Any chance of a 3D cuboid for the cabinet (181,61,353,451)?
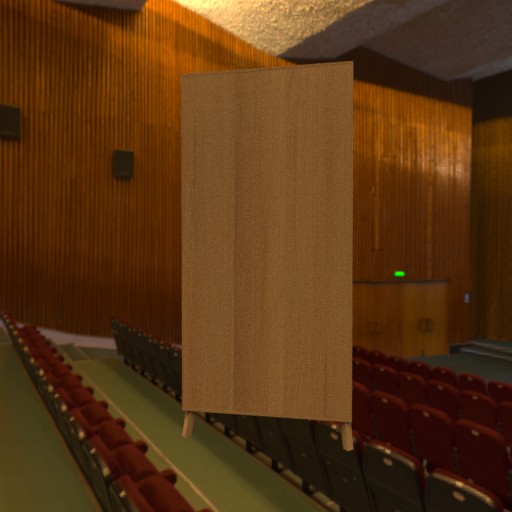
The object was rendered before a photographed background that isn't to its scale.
[{"bbox_3d":[0.000,0.000,2.663,0.969,1.957,1.272,-1,1,-34],"label":"cabinet"}]
